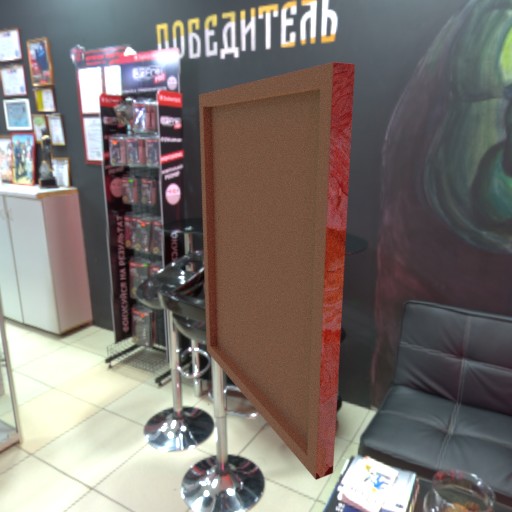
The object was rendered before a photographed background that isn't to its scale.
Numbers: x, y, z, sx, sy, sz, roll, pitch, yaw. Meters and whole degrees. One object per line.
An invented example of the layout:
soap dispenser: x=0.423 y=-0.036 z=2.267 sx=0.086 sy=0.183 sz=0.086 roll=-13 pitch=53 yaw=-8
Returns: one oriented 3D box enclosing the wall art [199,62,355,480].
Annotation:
wall art: x=0.000 y=0.000 z=0.696 sx=0.028 sy=0.508 sz=0.406 roll=-7 pitch=17 yaw=-26
